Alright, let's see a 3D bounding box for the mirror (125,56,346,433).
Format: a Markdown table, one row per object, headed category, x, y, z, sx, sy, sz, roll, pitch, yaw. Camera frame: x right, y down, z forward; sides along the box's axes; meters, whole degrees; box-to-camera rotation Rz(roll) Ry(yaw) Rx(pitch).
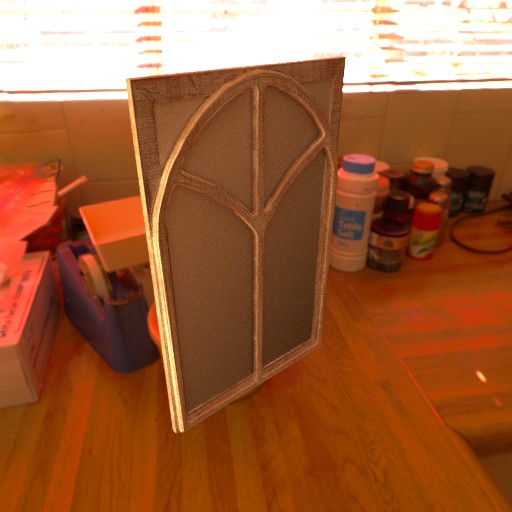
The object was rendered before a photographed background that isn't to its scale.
| category | x | y | z | sx | sy | sz | roll | pitch | yaw |
| --- | --- | --- | --- | --- | --- | --- | --- | --- | --- |
| mirror | 0.000 | 0.000 | 0.992 | 0.495 | 0.787 | 0.058 | -22 | 37 | -34 |
